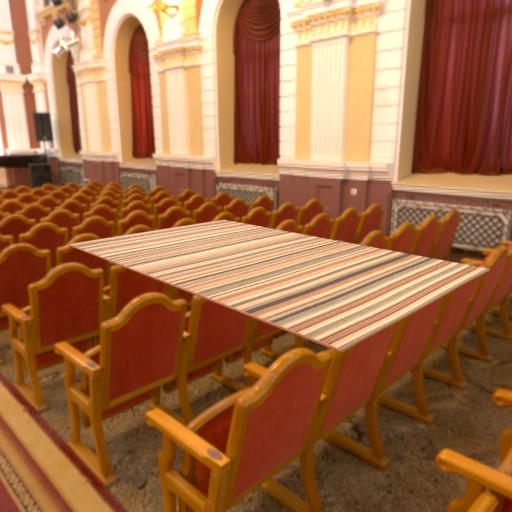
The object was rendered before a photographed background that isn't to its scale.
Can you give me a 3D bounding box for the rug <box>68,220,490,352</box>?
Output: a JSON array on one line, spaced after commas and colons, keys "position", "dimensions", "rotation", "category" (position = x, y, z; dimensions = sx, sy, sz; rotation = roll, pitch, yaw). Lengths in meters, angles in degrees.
[{"position": [0.000, 0.000, 2.970], "dimensions": [1.523, 0.014, 2.438], "rotation": [-14, 20, -43], "category": "rug"}]
